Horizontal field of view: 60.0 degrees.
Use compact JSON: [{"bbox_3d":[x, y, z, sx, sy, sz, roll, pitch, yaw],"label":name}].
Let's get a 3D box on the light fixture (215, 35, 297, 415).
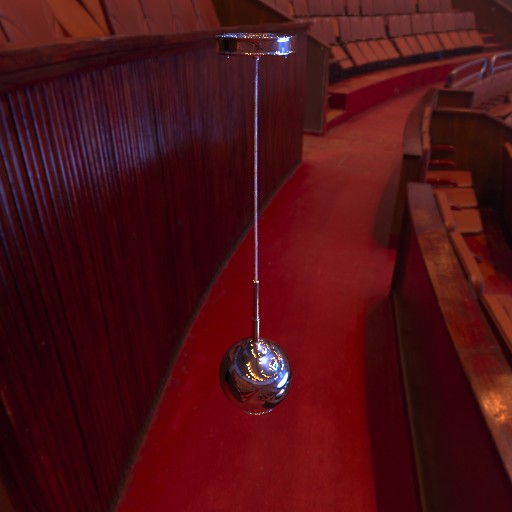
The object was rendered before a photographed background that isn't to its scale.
[{"bbox_3d":[0.000,0.000,1.723,0.336,1.538,0.336,0,29,1],"label":"light fixture"}]
